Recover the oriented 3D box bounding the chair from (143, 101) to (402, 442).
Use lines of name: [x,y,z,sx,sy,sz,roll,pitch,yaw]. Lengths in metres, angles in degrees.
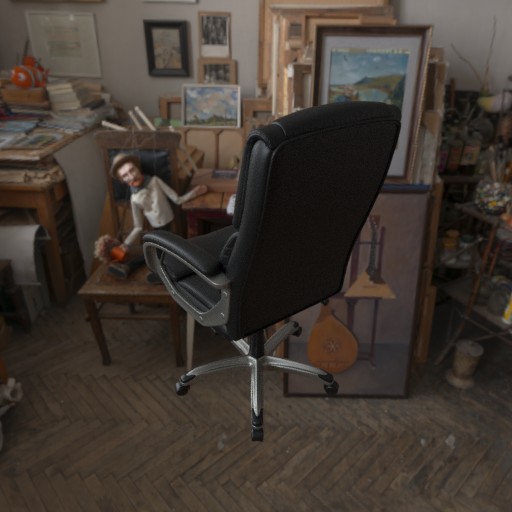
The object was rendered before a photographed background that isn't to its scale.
chair: [0.000,0.000,1.587,0.663,1.155,0.739,-20,36,-31]
